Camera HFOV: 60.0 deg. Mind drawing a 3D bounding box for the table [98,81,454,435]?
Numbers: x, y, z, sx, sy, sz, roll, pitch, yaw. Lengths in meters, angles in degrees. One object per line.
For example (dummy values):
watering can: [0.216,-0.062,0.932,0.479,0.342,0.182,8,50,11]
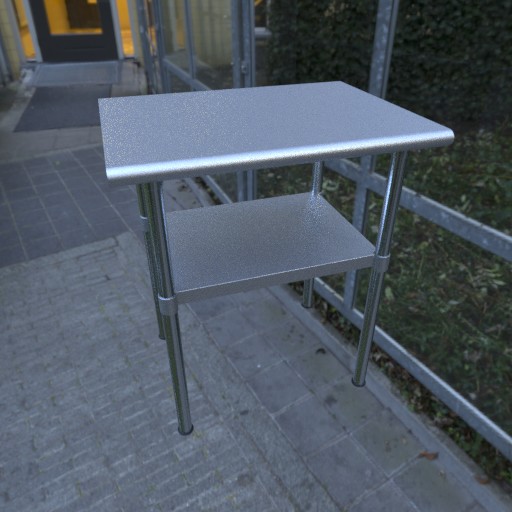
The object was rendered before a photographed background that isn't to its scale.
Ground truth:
table: [0.000,0.000,1.373,0.762,0.876,0.584,-10,34,-15]
